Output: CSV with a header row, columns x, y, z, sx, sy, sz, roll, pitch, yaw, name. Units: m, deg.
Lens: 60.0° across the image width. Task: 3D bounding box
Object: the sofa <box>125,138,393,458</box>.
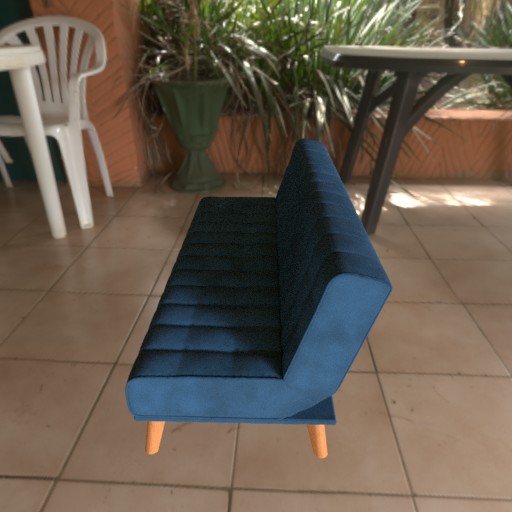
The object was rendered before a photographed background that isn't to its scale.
x,y,z,sx,sy,sz,roll,pitch,yaw,name
0.000,0.000,2.278,0.855,0.813,1.804,1,27,1,sofa
